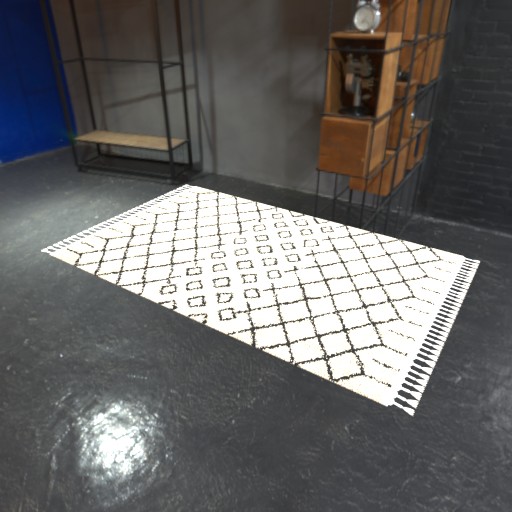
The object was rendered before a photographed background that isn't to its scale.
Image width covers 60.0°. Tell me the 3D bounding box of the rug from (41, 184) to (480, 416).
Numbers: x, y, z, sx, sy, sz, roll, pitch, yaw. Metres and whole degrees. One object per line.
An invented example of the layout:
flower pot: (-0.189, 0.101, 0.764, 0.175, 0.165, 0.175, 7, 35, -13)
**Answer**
rug: (0.000, 0.000, 2.351, 2.006, 0.008, 1.196, 18, 35, 29)
